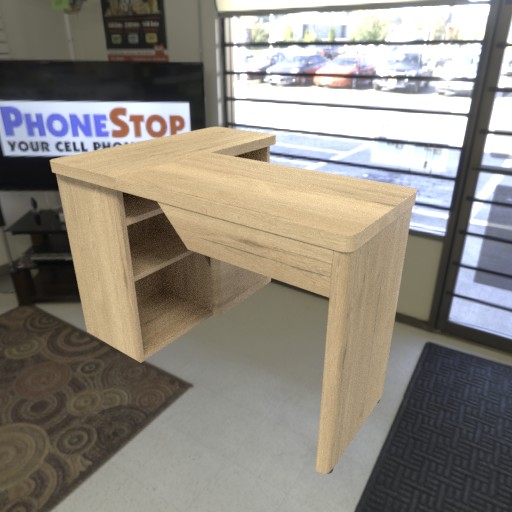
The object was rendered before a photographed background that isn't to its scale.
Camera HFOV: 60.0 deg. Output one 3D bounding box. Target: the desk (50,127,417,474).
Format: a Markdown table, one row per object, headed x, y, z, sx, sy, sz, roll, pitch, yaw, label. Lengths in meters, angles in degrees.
| x | y | z | sx | sy | sz | roll | pitch | yaw | label |
| --- | --- | --- | --- | --- | --- | --- | --- | --- | --- |
| 0.000 | 0.000 | 1.737 | 1.169 | 0.760 | 0.900 | 18 | 31 | 32 | desk |
